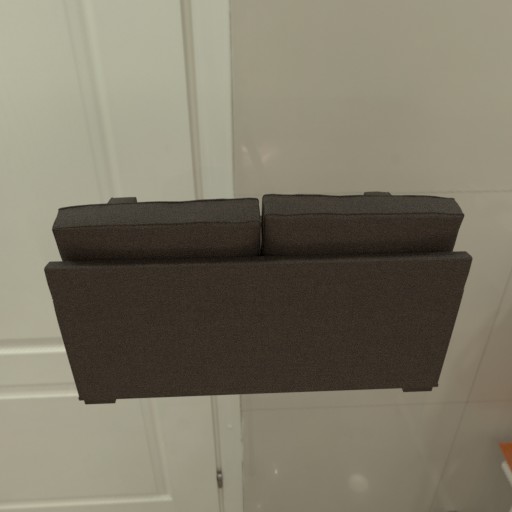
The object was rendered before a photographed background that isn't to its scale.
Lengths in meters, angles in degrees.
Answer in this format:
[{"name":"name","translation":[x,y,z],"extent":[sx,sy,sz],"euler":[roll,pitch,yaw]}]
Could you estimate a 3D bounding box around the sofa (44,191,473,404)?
[{"name":"sofa","translation":[0.000,0.000,2.102],"extent":[1.534,0.887,0.974],"euler":[-1,30,-2]}]
